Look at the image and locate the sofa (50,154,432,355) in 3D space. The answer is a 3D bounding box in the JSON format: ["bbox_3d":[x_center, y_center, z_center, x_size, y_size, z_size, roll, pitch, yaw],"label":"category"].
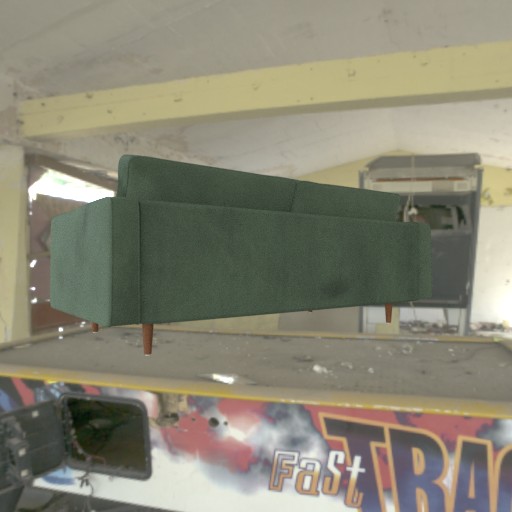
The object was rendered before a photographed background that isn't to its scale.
[{"bbox_3d":[0.000,0.000,2.358,1.880,0.772,0.916,1,-1,-36],"label":"sofa"}]
